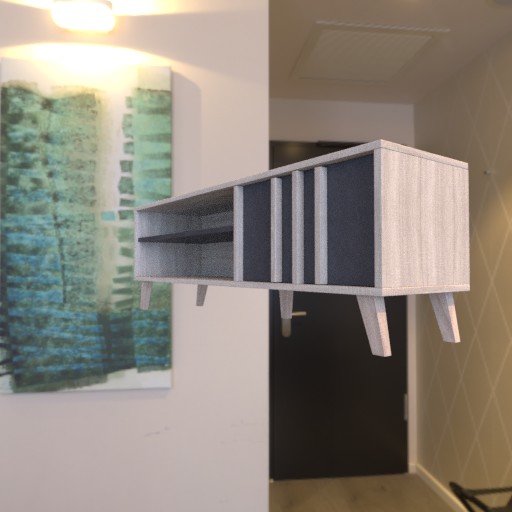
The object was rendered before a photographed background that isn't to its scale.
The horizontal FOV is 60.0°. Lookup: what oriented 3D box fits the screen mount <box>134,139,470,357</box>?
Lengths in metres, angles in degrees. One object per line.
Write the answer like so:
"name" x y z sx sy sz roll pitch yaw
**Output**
"screen mount" 0.000 0.000 1.743 0.401 0.509 1.500 1 -2 -37
